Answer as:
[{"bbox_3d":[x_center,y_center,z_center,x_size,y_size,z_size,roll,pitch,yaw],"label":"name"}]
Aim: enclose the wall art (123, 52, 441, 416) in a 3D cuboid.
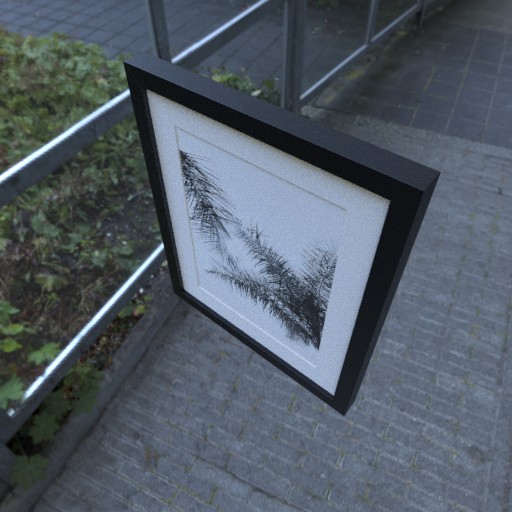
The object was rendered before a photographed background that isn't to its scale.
[{"bbox_3d":[0.000,0.000,0.525,0.325,0.380,0.028,31,55,25],"label":"wall art"}]
